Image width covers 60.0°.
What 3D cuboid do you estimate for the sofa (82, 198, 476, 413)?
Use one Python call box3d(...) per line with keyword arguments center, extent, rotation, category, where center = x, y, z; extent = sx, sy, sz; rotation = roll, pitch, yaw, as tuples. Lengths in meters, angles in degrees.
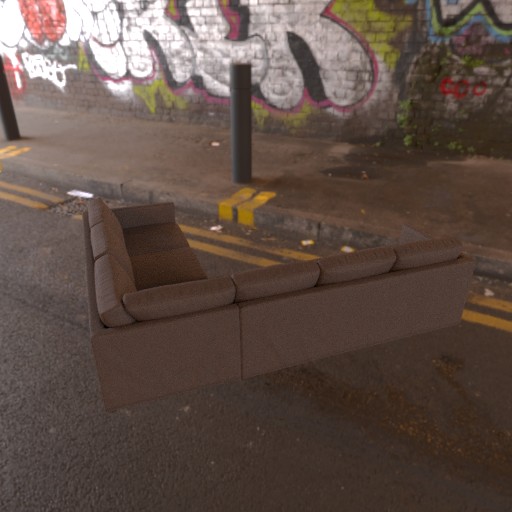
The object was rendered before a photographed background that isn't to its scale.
box3d(center=(0.000, 0.000, 4.451), extent=(3.182, 0.871, 2.432), rotation=(-10, 28, -18), category="sofa")
